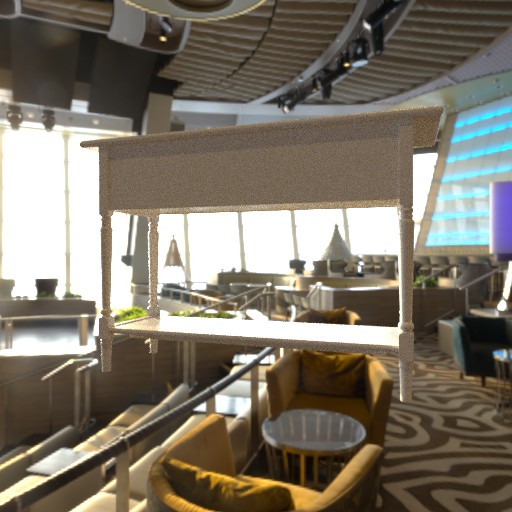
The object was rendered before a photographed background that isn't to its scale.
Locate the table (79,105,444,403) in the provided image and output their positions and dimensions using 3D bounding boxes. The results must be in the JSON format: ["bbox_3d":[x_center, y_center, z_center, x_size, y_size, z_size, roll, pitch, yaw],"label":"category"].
[{"bbox_3d":[0.000,0.000,1.559,1.191,0.814,0.386,0,0,19],"label":"table"}]
